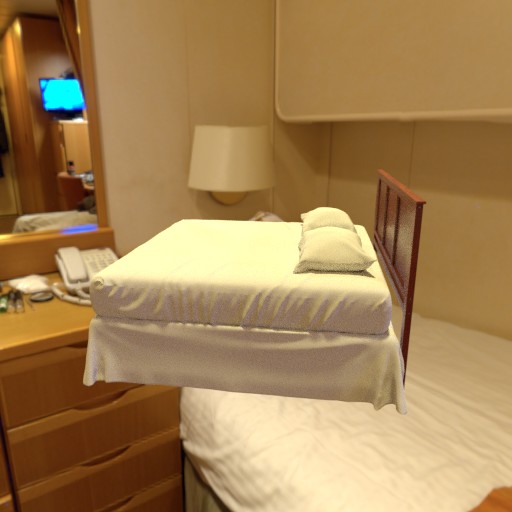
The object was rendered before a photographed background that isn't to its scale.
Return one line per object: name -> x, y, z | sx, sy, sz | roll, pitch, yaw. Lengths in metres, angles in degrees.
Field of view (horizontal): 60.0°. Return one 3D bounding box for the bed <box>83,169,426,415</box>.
bed -> 0.000, 0.000, 3.701 | 2.219, 1.271, 2.314 | 2, 16, 8
